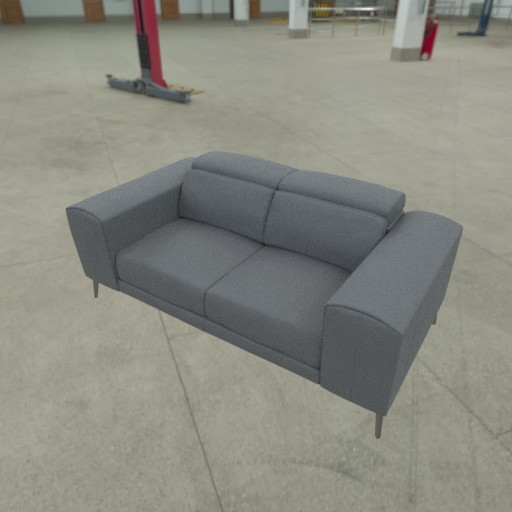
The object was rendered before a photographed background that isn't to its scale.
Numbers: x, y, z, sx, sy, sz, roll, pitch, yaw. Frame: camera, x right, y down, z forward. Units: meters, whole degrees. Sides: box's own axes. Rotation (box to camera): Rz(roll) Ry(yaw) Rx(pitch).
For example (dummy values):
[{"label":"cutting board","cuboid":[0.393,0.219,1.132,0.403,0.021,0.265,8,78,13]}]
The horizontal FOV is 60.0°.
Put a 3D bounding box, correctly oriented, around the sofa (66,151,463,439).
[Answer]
[{"label":"sofa","cuboid":[0.000,0.000,2.444,1.895,0.779,1.003,19,36,28]}]
